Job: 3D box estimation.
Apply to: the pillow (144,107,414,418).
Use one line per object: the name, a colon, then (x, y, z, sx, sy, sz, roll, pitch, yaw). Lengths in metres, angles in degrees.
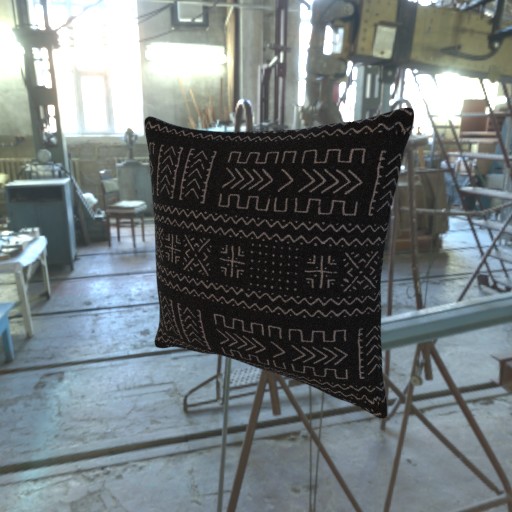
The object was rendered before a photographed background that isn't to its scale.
pillow: (0.000, 0.000, 0.691, 0.438, 0.430, 0.164, 9, 18, 28)
